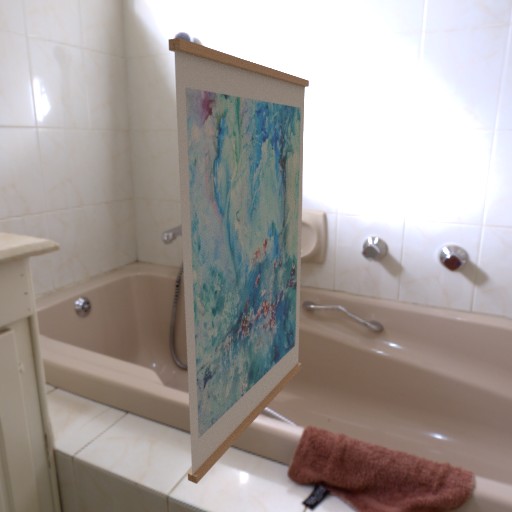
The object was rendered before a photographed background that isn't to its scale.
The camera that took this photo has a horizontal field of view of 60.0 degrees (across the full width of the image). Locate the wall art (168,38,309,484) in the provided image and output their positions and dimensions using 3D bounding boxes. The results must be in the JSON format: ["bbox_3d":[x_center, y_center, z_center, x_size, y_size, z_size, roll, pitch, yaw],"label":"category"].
[{"bbox_3d":[0.000,0.000,0.636,0.013,0.510,0.335,8,16,28],"label":"wall art"}]
